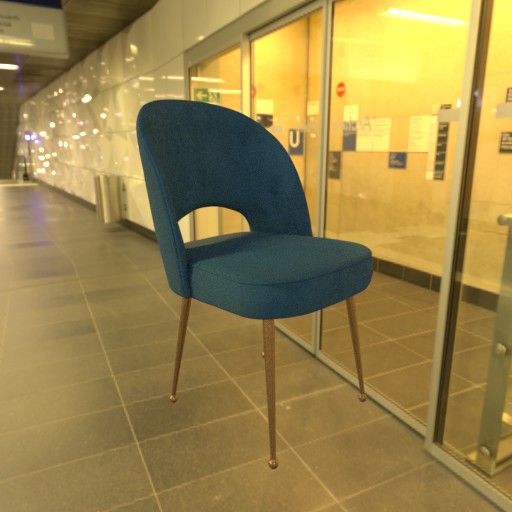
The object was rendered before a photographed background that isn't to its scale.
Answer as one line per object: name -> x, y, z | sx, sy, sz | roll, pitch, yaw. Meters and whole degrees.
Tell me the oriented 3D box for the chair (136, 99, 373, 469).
chair -> 0.000, 0.000, 1.234 | 0.577, 0.860, 0.527 | 13, 19, 43
